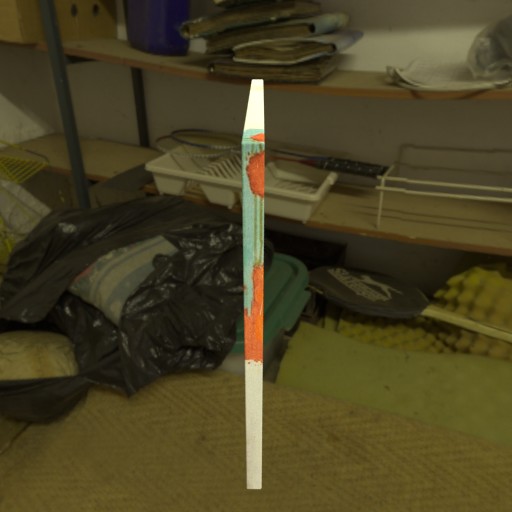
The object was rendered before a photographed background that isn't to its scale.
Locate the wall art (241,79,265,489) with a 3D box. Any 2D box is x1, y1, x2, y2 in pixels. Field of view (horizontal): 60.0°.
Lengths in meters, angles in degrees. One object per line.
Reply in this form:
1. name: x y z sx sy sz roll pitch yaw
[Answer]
1. wall art: 0.000 0.000 1.516 0.044 1.017 1.017 0 28 1
